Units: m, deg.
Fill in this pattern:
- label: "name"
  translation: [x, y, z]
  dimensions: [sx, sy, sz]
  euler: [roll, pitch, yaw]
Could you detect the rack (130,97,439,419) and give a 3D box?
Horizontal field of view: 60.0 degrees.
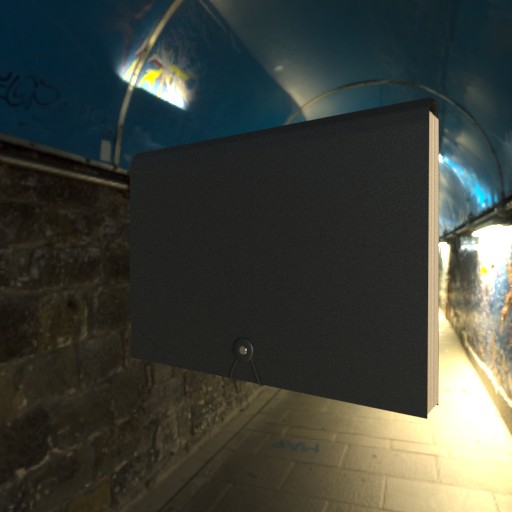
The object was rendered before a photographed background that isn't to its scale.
- label: "rack"
  translation: [0.000, 0.000, 0.432]
  dimensions: [0.330, 0.241, 0.041]
  euler: [0, 1, 35]
